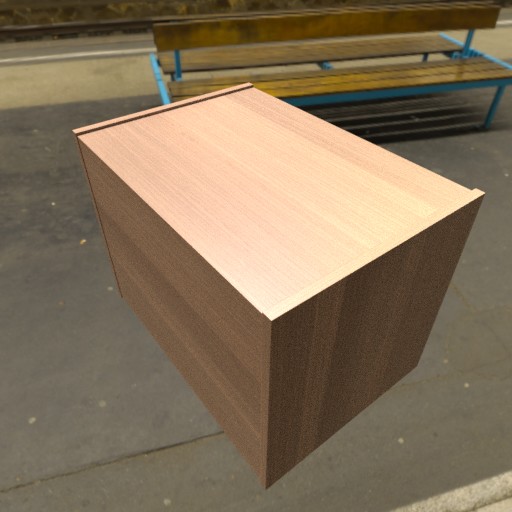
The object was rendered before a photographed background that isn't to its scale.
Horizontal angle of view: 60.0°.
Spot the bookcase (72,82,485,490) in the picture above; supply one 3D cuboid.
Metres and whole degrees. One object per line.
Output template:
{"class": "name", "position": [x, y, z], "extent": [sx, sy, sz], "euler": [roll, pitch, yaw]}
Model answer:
{"class": "bookcase", "position": [0.000, 0.000, 0.623], "extent": [0.290, 0.305, 0.415], "euler": [-27, 47, -28]}
